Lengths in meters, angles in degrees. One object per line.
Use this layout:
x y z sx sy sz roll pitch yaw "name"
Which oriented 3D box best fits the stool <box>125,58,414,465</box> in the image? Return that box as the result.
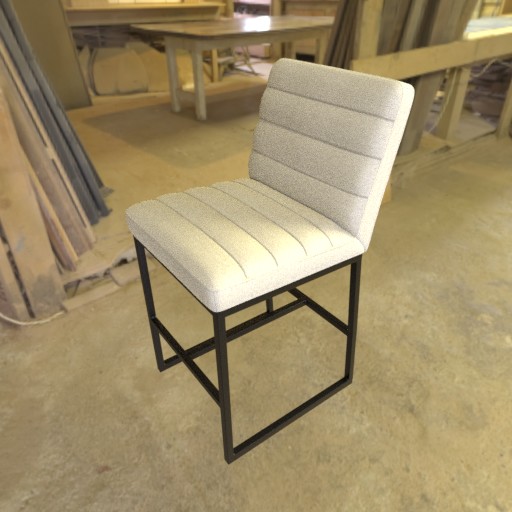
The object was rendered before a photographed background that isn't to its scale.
0.000 0.000 1.238 0.560 0.940 0.460 -22 38 -30 "stool"
